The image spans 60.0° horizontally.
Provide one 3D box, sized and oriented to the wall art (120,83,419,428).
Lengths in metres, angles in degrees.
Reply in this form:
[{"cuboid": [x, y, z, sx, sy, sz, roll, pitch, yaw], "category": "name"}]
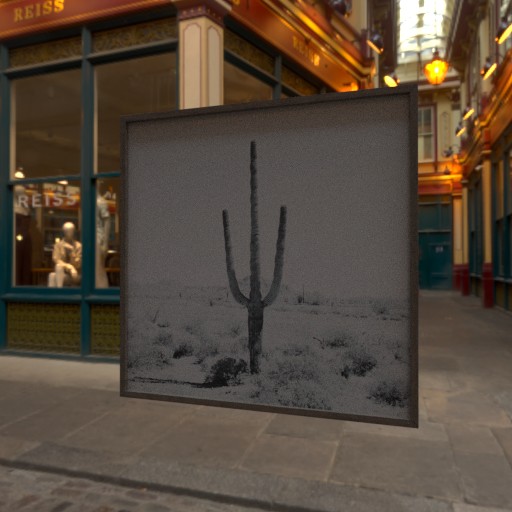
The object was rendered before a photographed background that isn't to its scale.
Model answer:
[{"cuboid": [0.000, 0.000, 1.110, 0.762, 0.762, 0.038, 0, 0, 17], "category": "wall art"}]
